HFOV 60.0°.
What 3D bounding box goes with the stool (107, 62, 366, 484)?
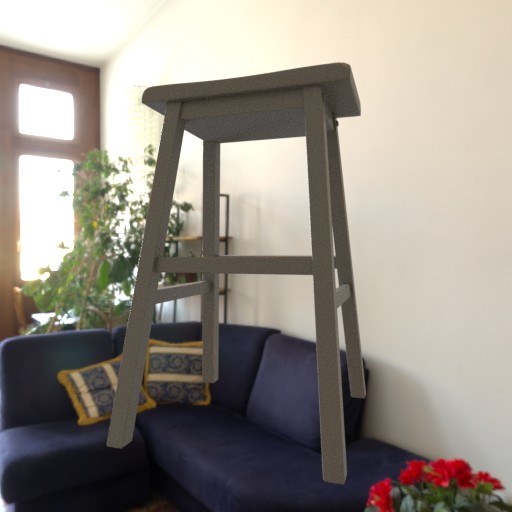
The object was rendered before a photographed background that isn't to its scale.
[{"bbox_3d":[0.000,0.000,1.013,0.457,0.737,0.476,0,1,18],"label":"stool"}]
